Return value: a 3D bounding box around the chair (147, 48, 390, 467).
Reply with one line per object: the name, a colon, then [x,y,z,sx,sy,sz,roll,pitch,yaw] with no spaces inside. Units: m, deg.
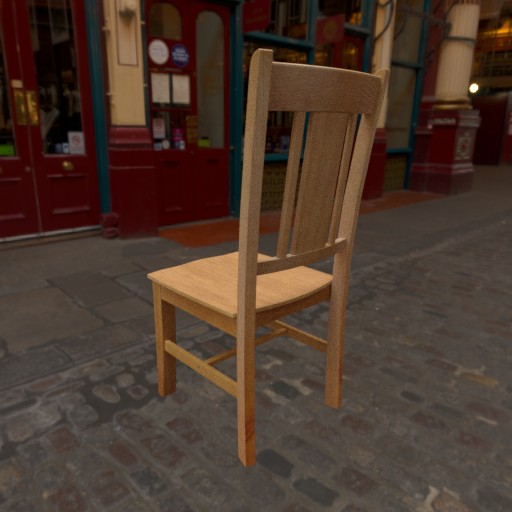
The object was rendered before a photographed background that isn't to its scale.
chair: [0.000,0.000,1.286,0.450,0.998,0.556,-14,21,-41]
